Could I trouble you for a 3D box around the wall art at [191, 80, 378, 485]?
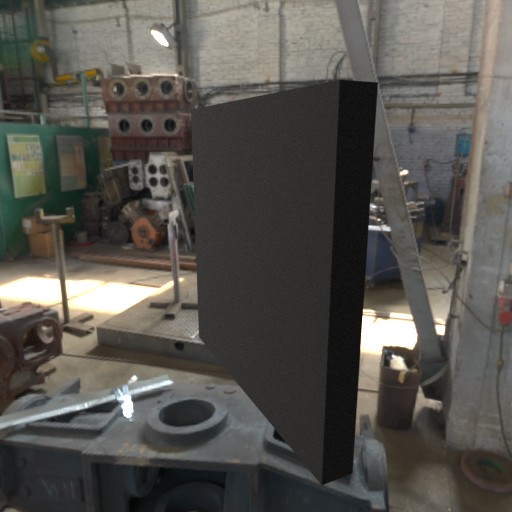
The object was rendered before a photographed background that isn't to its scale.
[{"bbox_3d":[0.000,0.000,0.458,0.030,0.305,0.308,-7,16,-25],"label":"wall art"}]
